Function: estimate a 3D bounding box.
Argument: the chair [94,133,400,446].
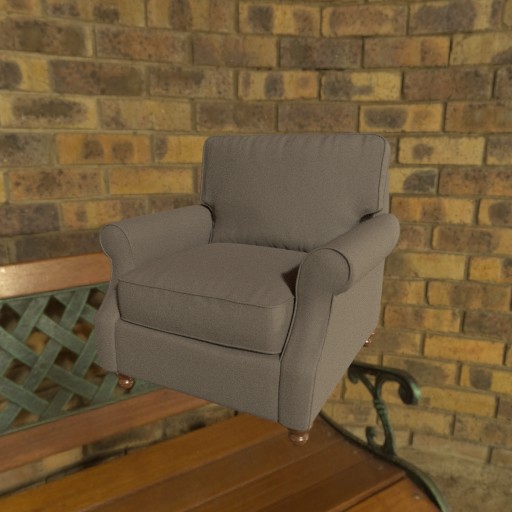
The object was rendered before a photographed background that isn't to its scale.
[{"bbox_3d":[0.000,0.000,1.795,1.029,0.967,0.966,7,16,27],"label":"chair"}]
